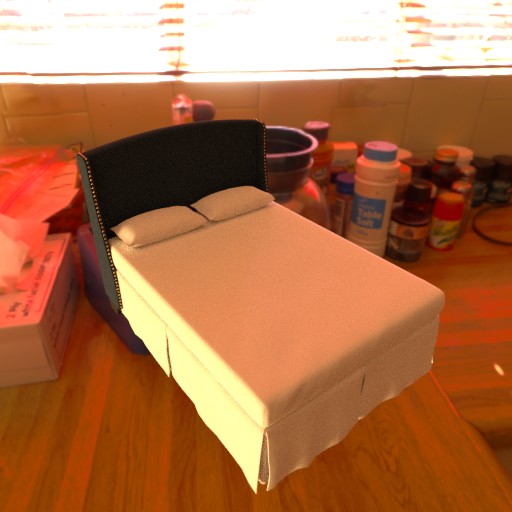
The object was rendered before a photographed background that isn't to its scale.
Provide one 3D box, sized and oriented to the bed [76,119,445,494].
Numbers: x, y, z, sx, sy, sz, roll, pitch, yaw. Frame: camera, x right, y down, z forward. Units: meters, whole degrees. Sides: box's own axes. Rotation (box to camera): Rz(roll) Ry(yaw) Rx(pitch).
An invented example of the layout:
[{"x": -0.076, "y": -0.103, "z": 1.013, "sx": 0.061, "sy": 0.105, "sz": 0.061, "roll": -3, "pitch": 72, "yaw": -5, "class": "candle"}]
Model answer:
[{"x": 0.000, "y": 0.000, "z": 3.150, "sx": 1.604, "sy": 1.402, "sz": 2.223, "roll": -22, "pitch": 38, "yaw": -31, "class": "bed"}]
